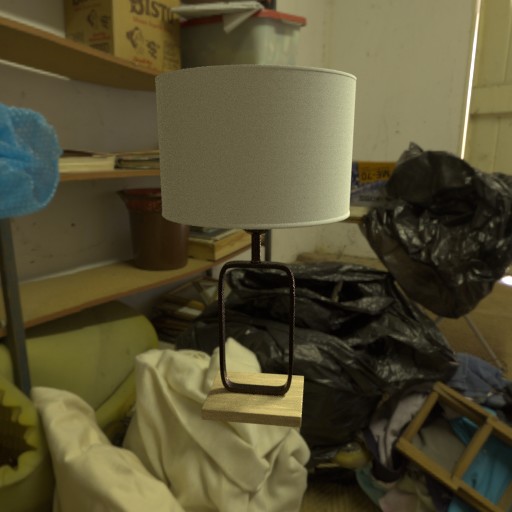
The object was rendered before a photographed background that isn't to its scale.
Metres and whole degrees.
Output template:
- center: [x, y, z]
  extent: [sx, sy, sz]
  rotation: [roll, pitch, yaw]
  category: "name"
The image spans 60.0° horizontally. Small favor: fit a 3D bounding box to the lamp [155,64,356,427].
- center: [0.000, 0.000, 0.689]
  extent: [0.279, 0.508, 0.279]
  rotation: [2, 14, 8]
  category: "lamp"
